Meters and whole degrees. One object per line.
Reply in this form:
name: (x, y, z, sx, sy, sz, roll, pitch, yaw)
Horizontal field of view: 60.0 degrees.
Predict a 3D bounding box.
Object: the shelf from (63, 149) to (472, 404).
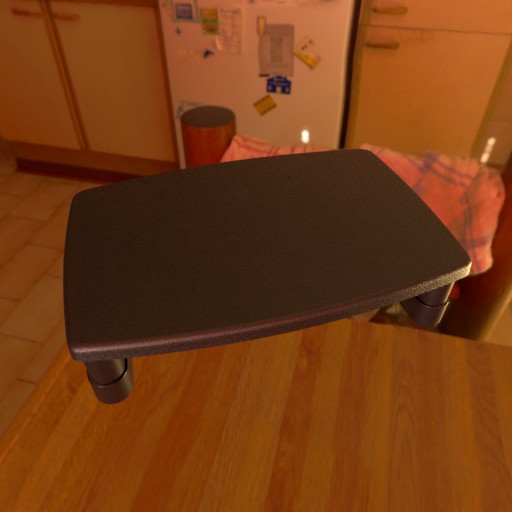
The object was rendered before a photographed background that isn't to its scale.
shelf: (0.000, 0.000, 0.523, 0.410, 0.100, 0.280, -11, 44, -12)
